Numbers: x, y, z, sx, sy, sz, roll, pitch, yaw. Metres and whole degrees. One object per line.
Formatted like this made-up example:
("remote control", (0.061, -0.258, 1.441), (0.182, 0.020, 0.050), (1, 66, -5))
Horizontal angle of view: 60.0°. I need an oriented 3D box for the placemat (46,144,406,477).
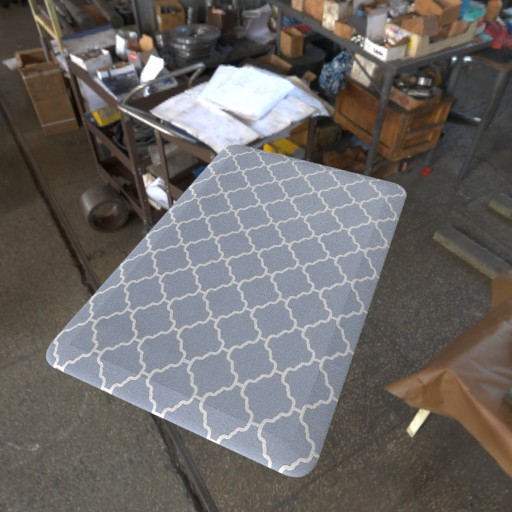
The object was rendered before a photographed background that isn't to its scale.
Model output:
("placemat", (0.000, 0.000, 0.945), (0.508, 0.021, 0.762), (18, 49, 16))
